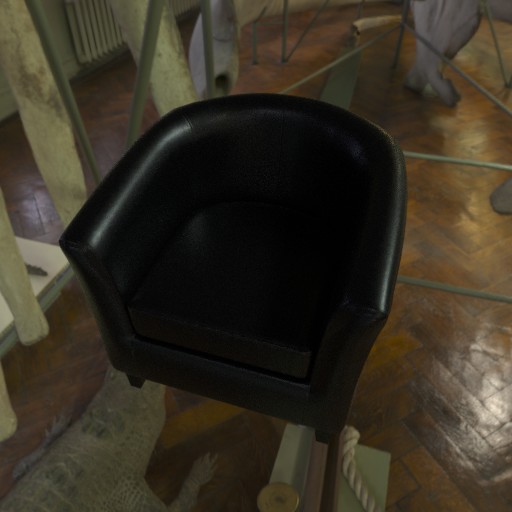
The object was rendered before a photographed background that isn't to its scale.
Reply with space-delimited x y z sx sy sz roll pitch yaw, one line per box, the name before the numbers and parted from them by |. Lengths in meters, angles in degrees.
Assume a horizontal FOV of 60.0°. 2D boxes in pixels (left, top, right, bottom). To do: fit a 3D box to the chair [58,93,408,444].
chair | 0.000 0.000 1.370 0.793 0.756 0.727 12 43 13
